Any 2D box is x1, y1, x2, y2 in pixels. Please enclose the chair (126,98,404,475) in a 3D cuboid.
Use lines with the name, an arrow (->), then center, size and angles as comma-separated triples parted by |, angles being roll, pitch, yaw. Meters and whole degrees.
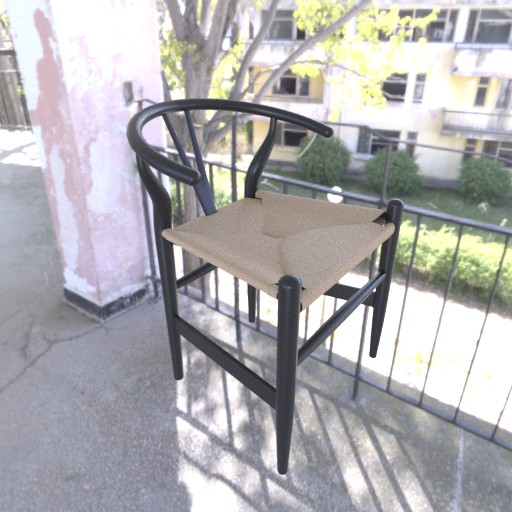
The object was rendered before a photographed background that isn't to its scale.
chair -> 0.000, 0.000, 1.169 | 0.570, 0.739, 0.570 | 19, 32, 32
